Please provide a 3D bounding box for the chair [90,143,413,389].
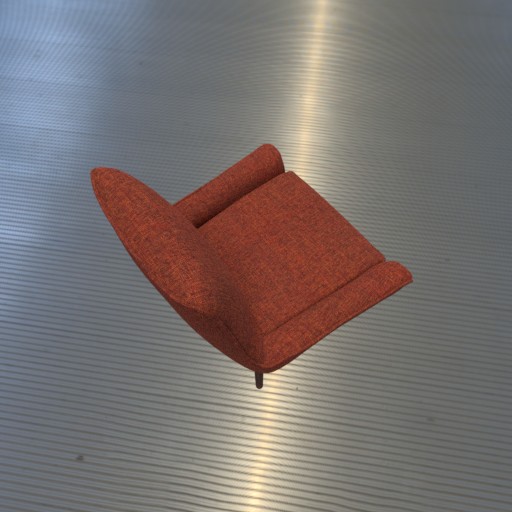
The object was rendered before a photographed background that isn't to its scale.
[{"bbox_3d":[0.000,0.000,1.545,0.784,0.911,0.803,-33,64,-19],"label":"chair"}]
